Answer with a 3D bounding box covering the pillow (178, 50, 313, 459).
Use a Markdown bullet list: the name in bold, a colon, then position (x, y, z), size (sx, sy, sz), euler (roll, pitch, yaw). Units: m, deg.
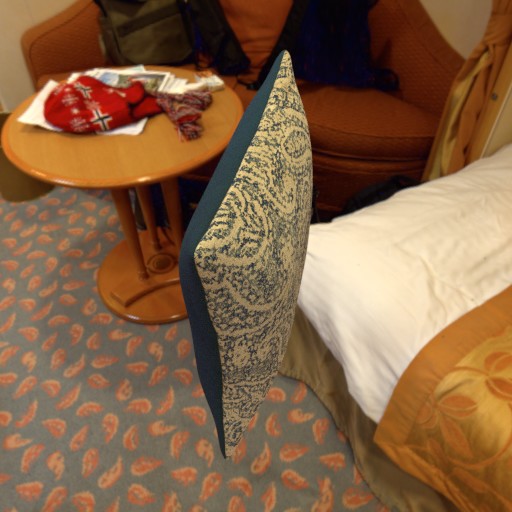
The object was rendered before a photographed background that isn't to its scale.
- **pillow**: position (0.000, 0.000, 0.778), size (0.166, 0.510, 0.523), euler (9, 46, 9)
